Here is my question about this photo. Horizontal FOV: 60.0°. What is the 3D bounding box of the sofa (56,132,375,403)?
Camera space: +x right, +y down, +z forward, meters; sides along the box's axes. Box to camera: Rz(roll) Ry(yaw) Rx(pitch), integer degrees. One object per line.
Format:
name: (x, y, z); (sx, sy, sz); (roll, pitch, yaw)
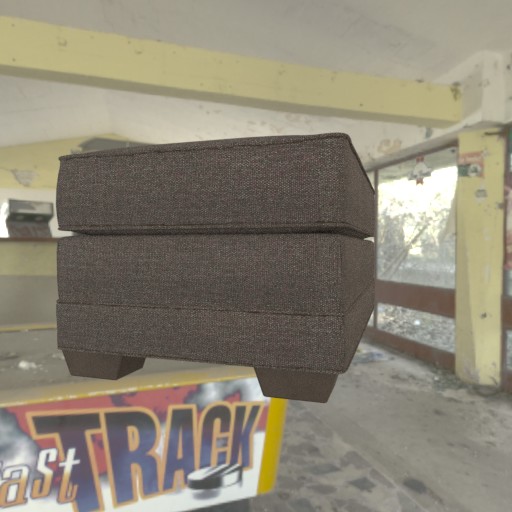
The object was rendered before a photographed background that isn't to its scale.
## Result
sofa: (0.000, 0.000, 1.178); (0.578, 0.457, 0.854); (0, 1, 18)
